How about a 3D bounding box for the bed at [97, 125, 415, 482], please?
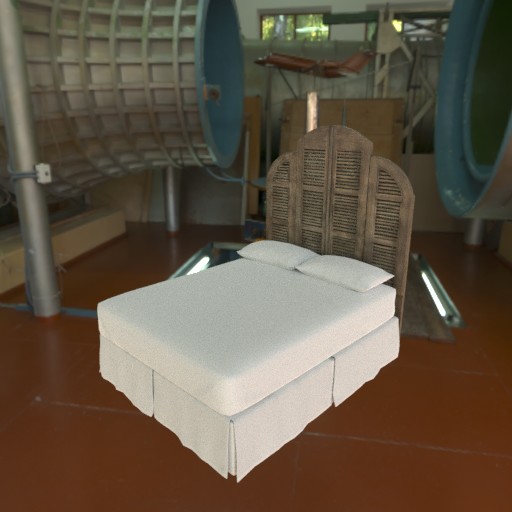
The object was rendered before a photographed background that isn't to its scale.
[{"bbox_3d":[0.000,0.000,3.591,1.713,2.019,2.138,16,23,42],"label":"bed"}]
